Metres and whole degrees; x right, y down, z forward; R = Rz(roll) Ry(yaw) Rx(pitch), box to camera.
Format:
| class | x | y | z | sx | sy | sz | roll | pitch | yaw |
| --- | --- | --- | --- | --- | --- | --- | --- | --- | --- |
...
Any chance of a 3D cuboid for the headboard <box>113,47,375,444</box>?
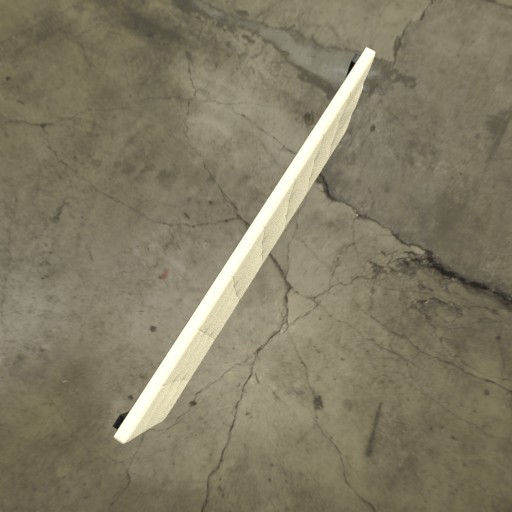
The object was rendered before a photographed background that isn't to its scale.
| class | x | y | z | sx | sy | sz | roll | pitch | yaw |
| --- | --- | --- | --- | --- | --- | --- | --- | --- | --- |
| headboard | 0.000 | 0.000 | 2.862 | 0.120 | 1.410 | 2.362 | 31 | 78 | 7 |
